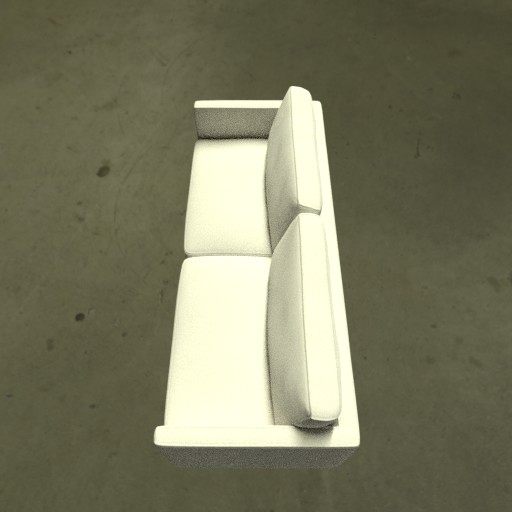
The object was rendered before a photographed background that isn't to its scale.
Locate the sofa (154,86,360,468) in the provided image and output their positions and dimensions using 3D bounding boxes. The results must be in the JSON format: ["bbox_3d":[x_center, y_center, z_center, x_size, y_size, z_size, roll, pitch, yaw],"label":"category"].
[{"bbox_3d":[0.000,0.000,2.800,0.951,0.962,2.361,0,57,0],"label":"sofa"}]
